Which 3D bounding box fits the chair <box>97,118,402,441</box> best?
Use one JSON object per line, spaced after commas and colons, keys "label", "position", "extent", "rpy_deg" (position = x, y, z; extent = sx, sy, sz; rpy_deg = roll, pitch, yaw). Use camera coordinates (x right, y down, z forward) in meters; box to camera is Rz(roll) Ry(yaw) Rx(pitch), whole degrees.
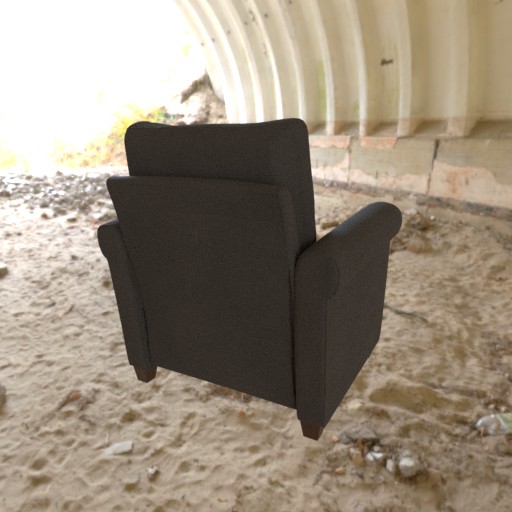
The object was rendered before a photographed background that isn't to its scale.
{"label": "chair", "position": [0.000, 0.000, 1.623], "extent": [0.867, 0.942, 0.828], "rpy_deg": [8, 17, 28]}
